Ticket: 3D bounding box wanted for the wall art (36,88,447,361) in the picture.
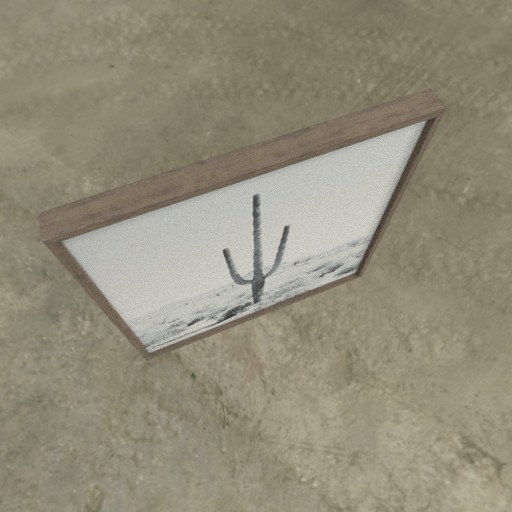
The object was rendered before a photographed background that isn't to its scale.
[{"bbox_3d":[0.000,0.000,0.750,0.508,0.508,0.038,-20,64,-10],"label":"wall art"}]
